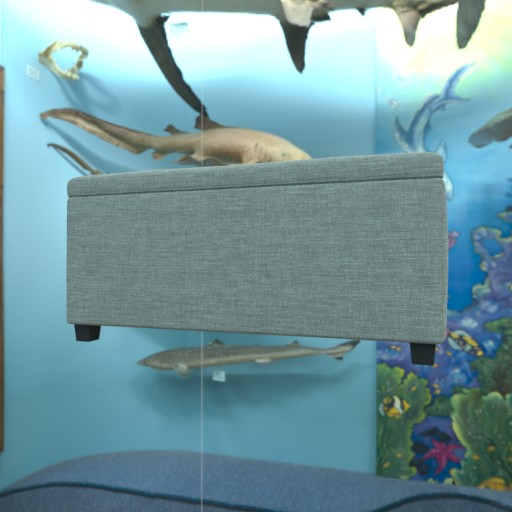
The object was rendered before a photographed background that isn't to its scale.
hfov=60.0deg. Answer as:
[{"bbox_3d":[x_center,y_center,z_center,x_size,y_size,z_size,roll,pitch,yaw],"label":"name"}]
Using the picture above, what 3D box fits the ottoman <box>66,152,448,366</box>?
[{"bbox_3d":[0.000,0.000,1.162,0.902,0.432,0.419,0,0,18],"label":"ottoman"}]
